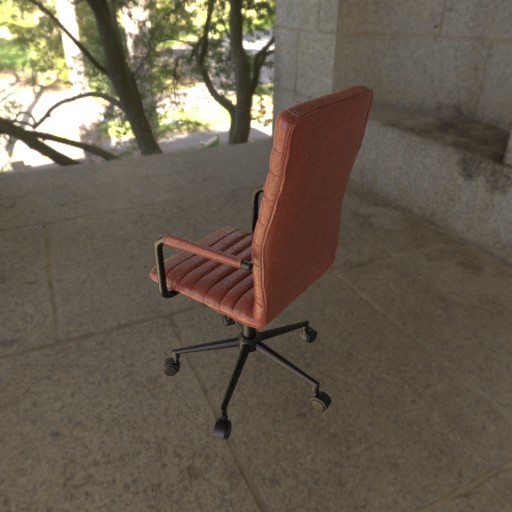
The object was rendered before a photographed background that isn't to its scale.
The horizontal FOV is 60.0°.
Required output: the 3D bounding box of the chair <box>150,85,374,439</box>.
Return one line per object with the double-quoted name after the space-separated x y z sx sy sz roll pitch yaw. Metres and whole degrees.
0.000 0.000 1.348 0.580 0.979 0.608 20 35 30 "chair"
